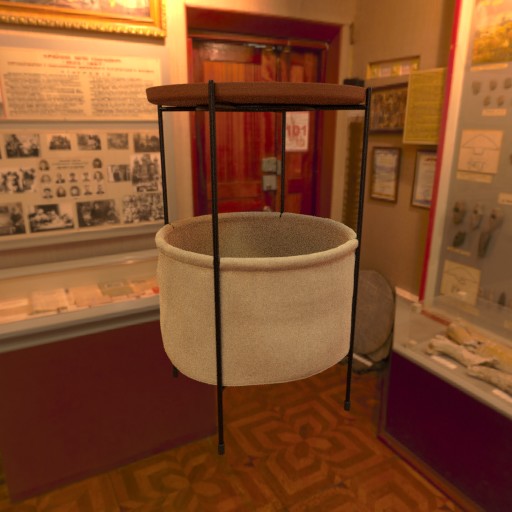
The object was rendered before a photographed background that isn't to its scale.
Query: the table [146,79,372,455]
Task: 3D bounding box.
[{"bbox_3d":[0.000,0.000,0.884,0.393,0.623,0.393,-8,19,-25],"label":"table"}]
